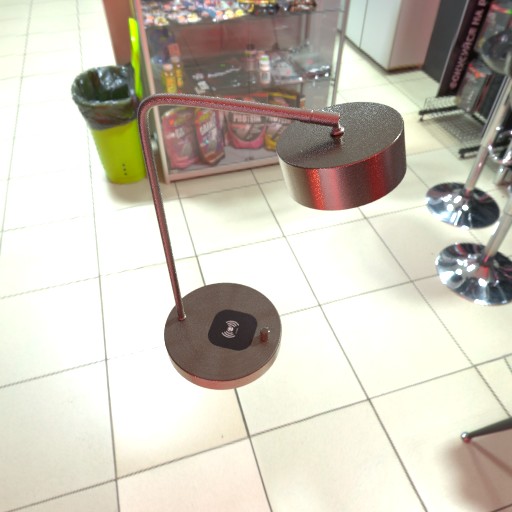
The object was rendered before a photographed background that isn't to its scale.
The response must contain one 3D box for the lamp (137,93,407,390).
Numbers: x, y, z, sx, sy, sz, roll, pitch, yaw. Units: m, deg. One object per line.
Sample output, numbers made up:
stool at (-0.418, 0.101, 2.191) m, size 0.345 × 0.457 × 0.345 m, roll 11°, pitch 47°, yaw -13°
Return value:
lamp at (0.000, 0.000, 0.636) m, size 0.334 × 0.469 × 0.211 m, roll 12°, pitch 48°, yaw 11°
